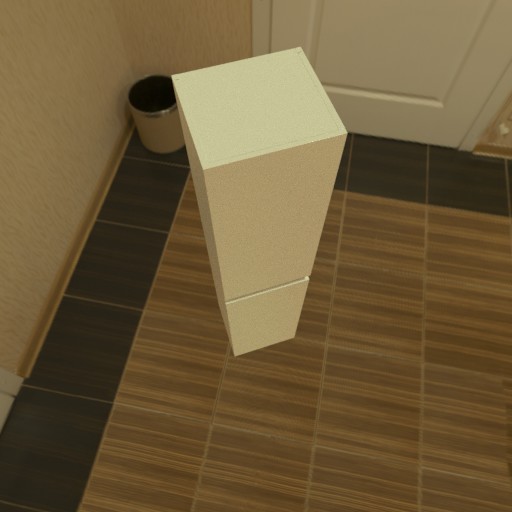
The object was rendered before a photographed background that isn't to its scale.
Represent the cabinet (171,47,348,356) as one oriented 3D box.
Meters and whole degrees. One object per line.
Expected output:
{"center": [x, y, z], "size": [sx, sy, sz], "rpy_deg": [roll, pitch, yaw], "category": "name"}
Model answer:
{"center": [0.000, 0.000, 1.549], "size": [0.300, 1.400, 0.269], "rpy_deg": [-16, 64, -8], "category": "cabinet"}
